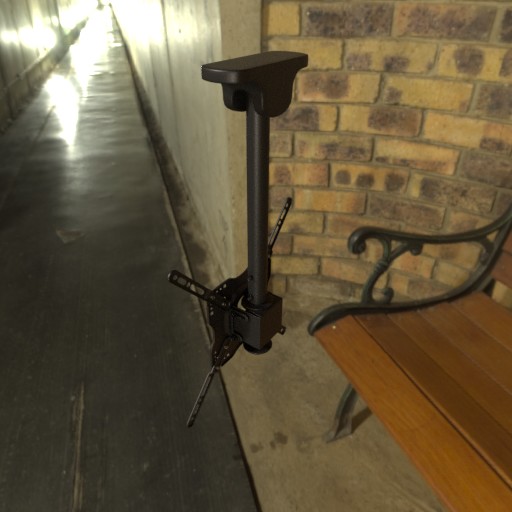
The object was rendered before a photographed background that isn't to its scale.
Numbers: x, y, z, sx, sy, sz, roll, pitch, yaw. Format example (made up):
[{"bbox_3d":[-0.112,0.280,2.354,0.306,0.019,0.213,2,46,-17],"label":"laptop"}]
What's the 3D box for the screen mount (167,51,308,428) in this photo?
[{"bbox_3d":[0.000,0.000,0.888,0.090,0.729,0.393,21,38,30],"label":"screen mount"}]
